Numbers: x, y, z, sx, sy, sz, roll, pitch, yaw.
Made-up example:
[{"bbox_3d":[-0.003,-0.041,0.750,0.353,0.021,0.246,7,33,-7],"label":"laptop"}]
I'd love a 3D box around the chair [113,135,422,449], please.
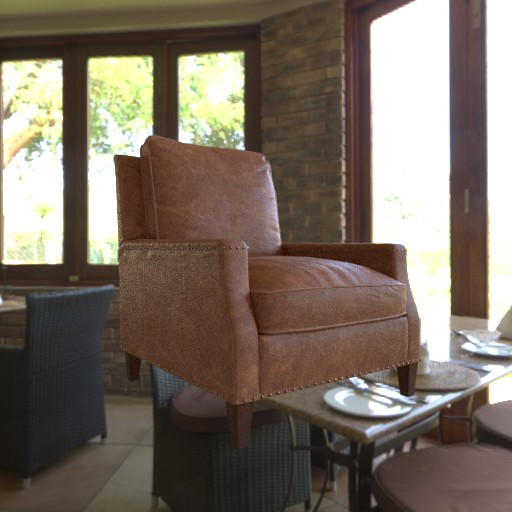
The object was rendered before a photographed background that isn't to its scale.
[{"bbox_3d":[0.000,0.000,1.818,0.854,1.054,1.035,0,0,-36],"label":"chair"}]
